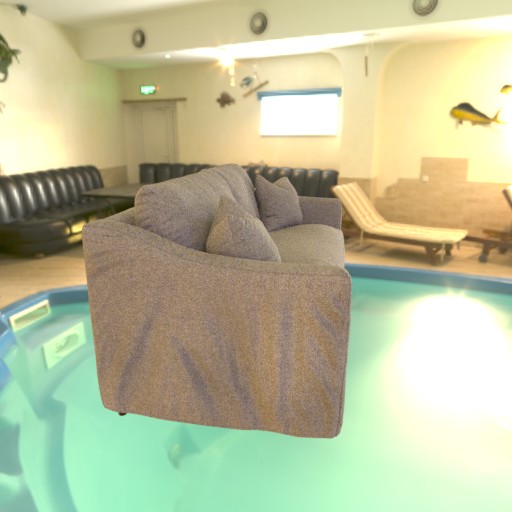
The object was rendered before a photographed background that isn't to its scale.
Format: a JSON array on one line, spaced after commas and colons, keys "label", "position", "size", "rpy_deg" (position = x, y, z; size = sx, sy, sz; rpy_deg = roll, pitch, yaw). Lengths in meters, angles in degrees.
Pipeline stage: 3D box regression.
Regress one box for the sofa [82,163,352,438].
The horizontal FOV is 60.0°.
[{"label": "sofa", "position": [0.000, 0.000, 2.653], "size": [1.072, 1.018, 2.010], "rpy_deg": [3, 16, 9]}]
